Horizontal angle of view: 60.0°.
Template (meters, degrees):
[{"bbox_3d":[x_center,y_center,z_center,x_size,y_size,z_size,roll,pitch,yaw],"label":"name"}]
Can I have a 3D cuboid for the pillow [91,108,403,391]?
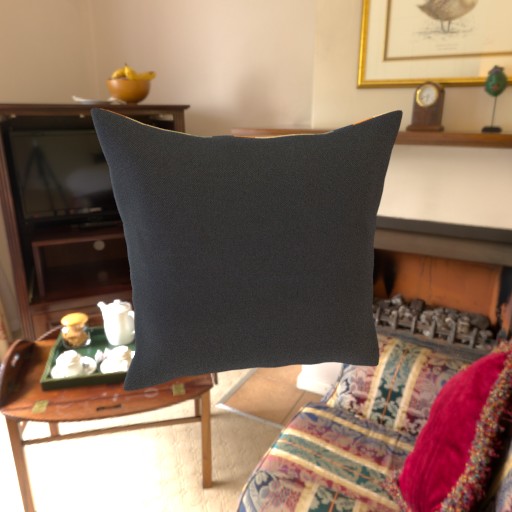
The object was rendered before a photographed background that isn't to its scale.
[{"bbox_3d":[0.000,0.000,0.719,0.463,0.454,0.173,-3,18,-10],"label":"pillow"}]
